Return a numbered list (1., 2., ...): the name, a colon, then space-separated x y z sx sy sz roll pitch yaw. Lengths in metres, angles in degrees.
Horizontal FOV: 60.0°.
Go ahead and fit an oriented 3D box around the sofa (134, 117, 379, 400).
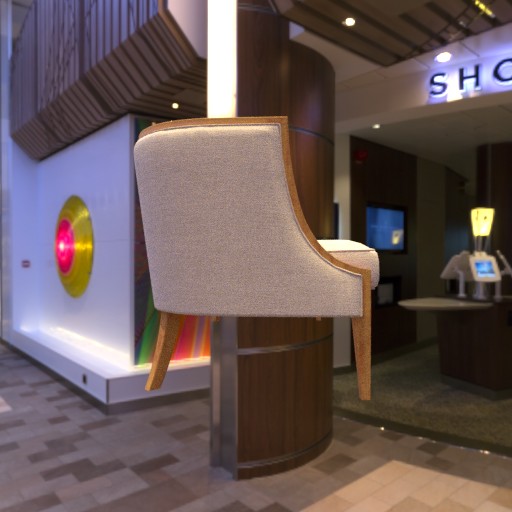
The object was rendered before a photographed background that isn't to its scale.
1. sofa: 0.000 0.000 1.941 0.770 0.775 1.474 0 0 3
